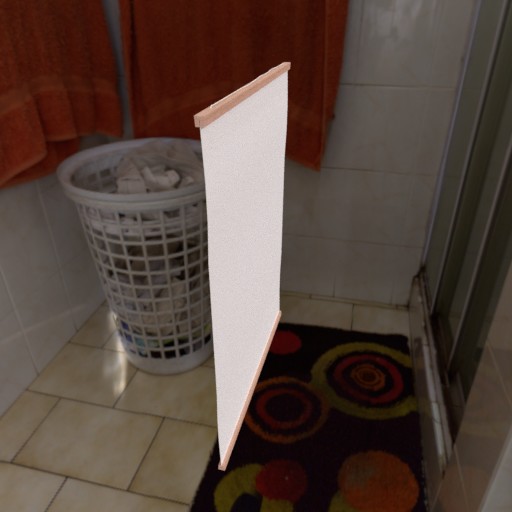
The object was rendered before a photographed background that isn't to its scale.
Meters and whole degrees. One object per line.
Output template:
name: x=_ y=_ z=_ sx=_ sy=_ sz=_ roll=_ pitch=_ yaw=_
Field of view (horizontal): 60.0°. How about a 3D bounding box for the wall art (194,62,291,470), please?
wall art: x=0.000 y=0.000 z=1.347 sx=0.020 sy=1.013 sz=0.758 roll=8 pitch=31 yaw=13
